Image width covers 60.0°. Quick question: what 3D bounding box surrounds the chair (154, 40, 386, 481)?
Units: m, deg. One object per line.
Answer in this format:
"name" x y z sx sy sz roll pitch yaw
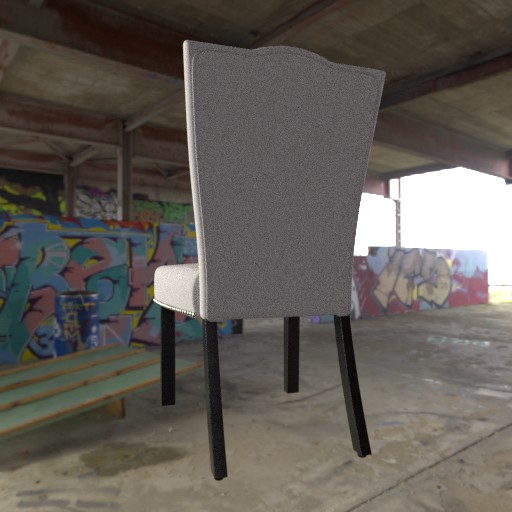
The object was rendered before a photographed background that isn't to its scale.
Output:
"chair" 0.000 0.000 1.254 0.518 0.946 0.589 0 -1 -18
